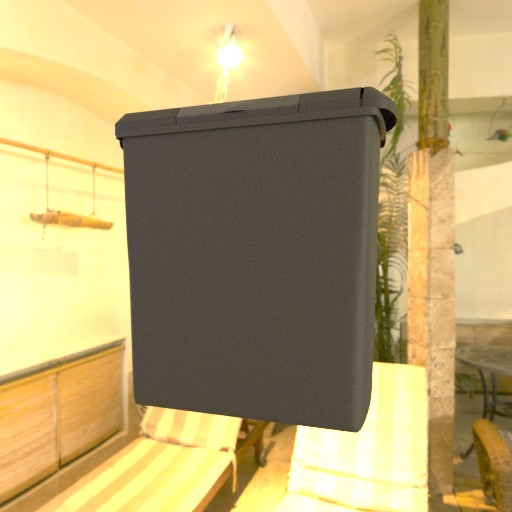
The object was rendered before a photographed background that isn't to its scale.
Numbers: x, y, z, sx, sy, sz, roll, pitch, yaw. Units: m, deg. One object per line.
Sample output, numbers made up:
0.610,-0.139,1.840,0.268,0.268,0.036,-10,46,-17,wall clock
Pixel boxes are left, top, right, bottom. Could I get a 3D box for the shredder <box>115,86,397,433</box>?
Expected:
0.000,0.000,0.528,0.320,0.335,0.170,0,1,19,shredder
